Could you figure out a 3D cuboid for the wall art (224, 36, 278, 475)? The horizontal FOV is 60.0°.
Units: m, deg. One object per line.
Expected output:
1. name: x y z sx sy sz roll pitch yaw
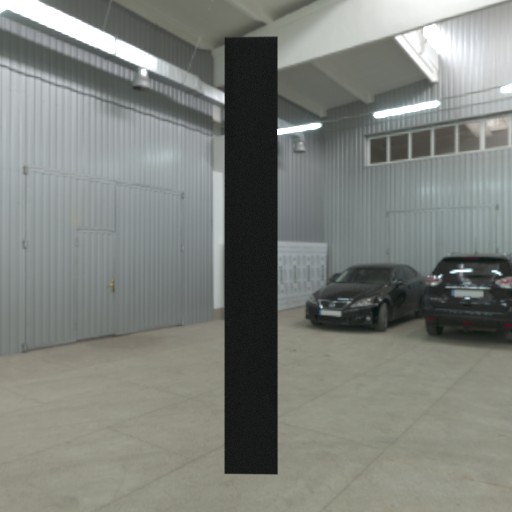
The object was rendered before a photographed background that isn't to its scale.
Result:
1. wall art: 0.000 0.000 0.461 0.037 0.305 0.305 0 0 1
